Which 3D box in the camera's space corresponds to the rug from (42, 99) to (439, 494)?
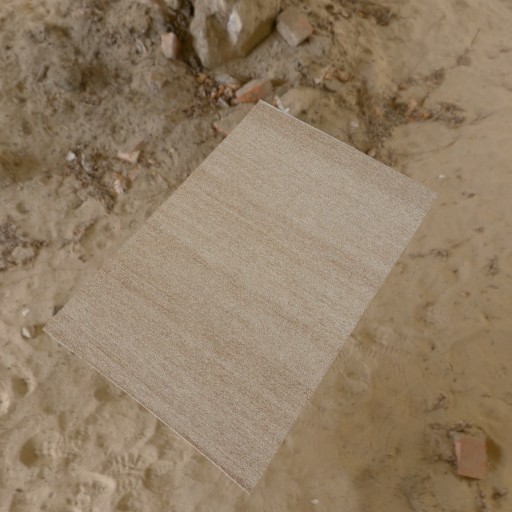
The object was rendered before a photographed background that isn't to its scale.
[{"bbox_3d":[0.000,0.000,2.951,1.574,0.029,2.346,33,68,15],"label":"rug"}]
